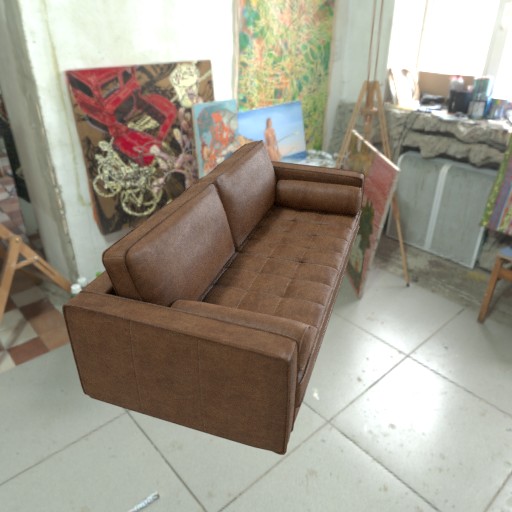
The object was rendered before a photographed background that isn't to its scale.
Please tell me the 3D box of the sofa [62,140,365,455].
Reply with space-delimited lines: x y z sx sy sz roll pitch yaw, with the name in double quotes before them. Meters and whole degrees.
"sofa" 0.000 0.000 2.408 0.924 0.825 1.920 10 31 16
